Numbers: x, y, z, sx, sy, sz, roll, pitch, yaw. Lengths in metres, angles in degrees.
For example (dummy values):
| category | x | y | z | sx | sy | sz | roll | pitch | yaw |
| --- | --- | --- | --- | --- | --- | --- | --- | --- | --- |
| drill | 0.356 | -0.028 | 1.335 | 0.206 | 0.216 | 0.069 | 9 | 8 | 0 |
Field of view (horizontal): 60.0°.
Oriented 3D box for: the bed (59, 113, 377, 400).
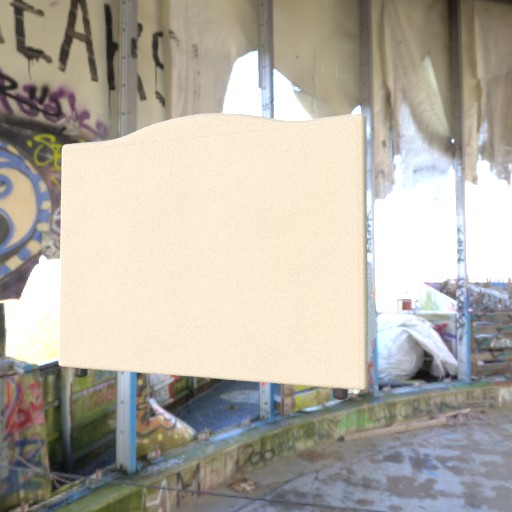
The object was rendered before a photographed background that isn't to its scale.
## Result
| category | x | y | z | sx | sy | sz | roll | pitch | yaw |
| --- | --- | --- | --- | --- | --- | --- | --- | --- | --- |
| bed | 0.000 | 0.000 | 3.195 | 1.678 | 1.398 | 2.052 | -1 | -2 | 18 |
